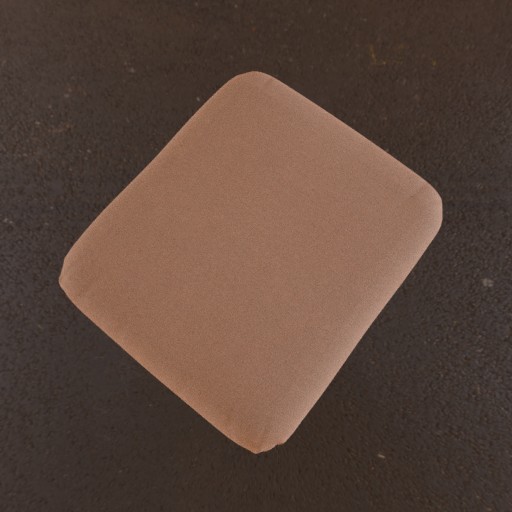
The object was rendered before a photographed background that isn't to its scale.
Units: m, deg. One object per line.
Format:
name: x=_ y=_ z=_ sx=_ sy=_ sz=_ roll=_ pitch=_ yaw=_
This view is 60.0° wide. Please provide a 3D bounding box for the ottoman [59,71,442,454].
ottoman: x=0.000 y=0.000 z=1.153 sx=0.639 sy=0.450 sz=0.746 roll=38 pitch=78 yaw=9
